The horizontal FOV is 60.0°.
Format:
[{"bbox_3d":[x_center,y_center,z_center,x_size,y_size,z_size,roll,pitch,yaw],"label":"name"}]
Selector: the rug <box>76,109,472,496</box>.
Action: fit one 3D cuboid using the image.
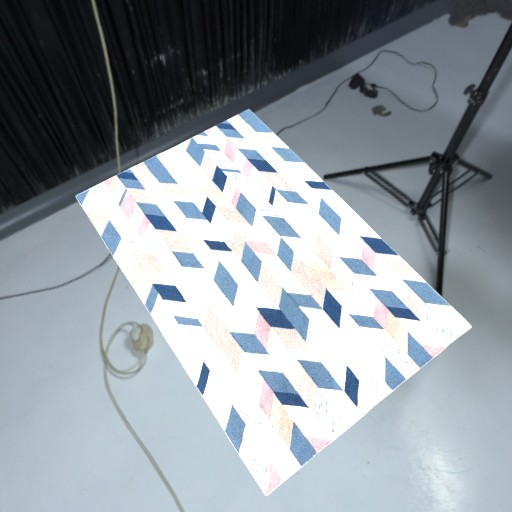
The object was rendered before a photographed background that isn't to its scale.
[{"bbox_3d":[0.000,0.000,2.276,1.202,0.006,1.813,-32,65,-17],"label":"rug"}]
